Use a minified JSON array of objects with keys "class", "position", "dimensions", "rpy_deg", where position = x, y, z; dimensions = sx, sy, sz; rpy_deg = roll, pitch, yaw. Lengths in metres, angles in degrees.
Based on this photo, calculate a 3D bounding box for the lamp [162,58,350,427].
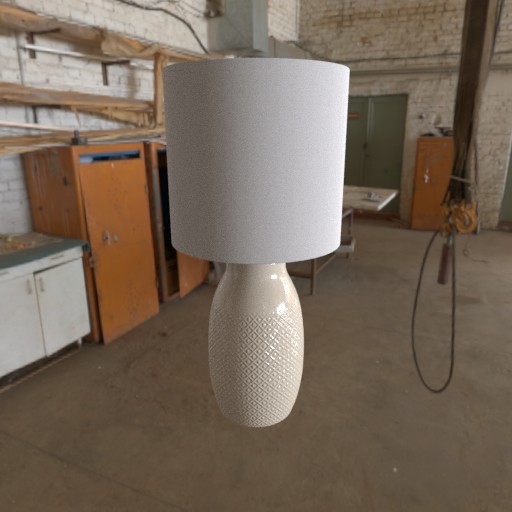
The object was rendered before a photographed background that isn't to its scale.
[{"class":"lamp","position":[0.000,0.000,0.585],"dimensions":[0.217,0.453,0.217],"rpy_deg":[-9,18,-27]}]
